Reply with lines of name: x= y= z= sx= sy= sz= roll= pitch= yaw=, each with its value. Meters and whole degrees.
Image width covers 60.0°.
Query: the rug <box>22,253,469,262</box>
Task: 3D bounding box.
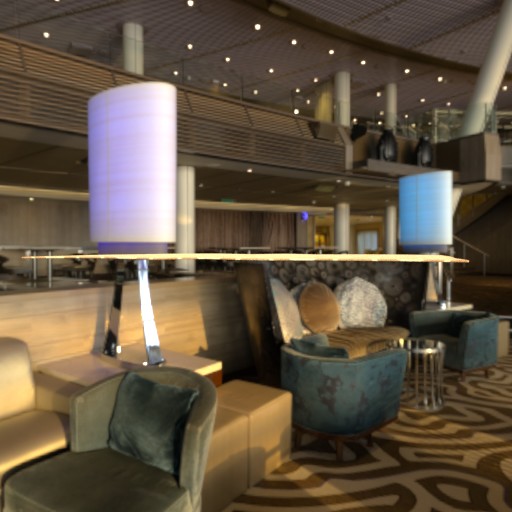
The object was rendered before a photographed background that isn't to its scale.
rug: x=0.000 y=0.000 z=2.165 sx=1.761 sy=0.013 sz=1.152 roll=0 pitch=1 yaw=19
